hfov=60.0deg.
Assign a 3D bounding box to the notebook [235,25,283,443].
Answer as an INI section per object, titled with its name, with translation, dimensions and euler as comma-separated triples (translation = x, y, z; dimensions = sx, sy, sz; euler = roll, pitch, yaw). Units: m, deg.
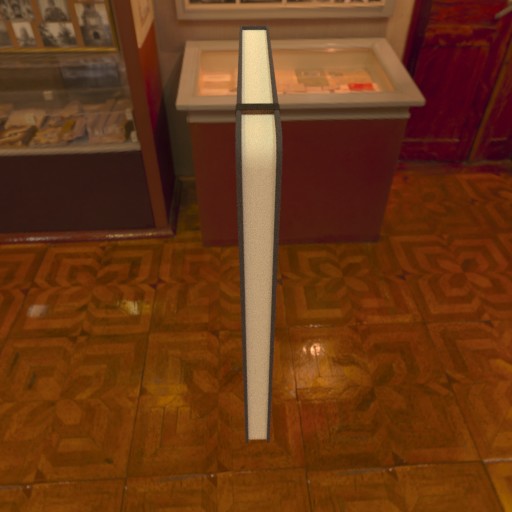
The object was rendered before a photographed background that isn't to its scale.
[notebook]
translation = 0.000, 0.000, 0.257
dimensions = 0.016, 0.213, 0.127
euler = -1, 42, -1
